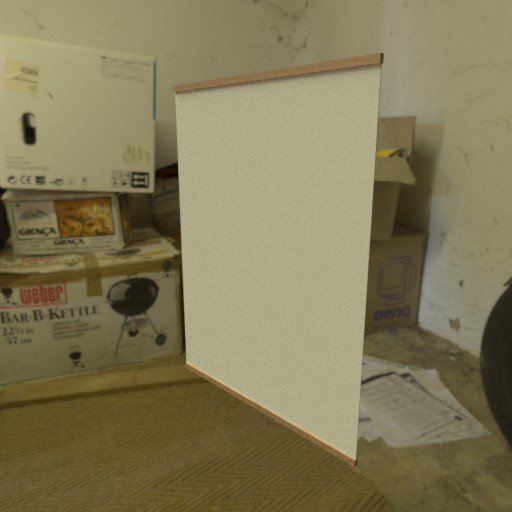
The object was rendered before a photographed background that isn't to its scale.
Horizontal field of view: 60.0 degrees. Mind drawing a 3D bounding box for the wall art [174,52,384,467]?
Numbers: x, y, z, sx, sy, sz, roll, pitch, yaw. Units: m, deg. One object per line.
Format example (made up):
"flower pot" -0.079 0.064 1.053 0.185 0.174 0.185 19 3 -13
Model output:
"wall art" 0.000 0.000 1.319 0.013 1.016 0.758 -13 19 -43
